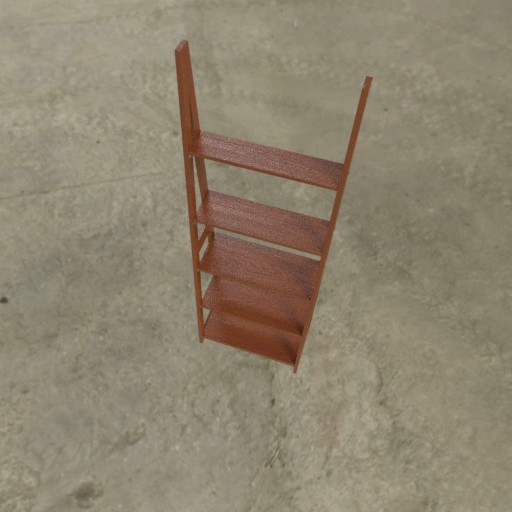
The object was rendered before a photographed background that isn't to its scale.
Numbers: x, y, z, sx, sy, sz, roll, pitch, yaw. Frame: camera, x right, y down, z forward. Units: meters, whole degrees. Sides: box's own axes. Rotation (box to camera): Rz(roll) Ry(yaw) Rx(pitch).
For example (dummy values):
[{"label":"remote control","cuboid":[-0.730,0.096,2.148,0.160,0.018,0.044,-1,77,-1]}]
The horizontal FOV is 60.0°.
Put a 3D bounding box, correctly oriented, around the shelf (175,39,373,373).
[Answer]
[{"label":"shelf","cuboid":[0.000,0.000,2.047,0.630,1.780,0.356,16,59,10]}]
